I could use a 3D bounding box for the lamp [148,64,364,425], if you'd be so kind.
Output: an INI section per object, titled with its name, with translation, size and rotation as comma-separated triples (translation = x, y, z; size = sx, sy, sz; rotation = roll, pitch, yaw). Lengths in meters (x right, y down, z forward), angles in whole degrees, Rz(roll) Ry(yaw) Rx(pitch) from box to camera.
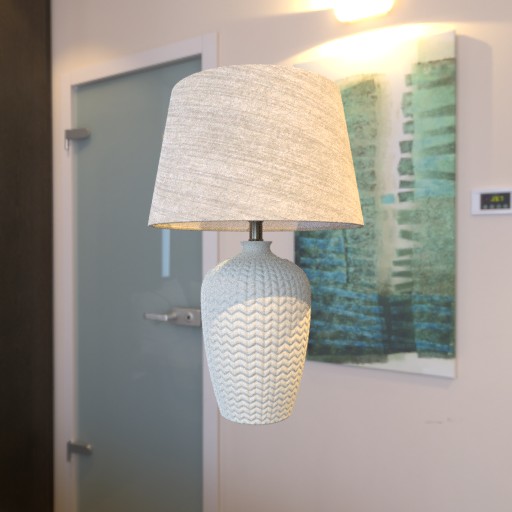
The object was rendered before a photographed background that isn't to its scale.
[lamp]
translation = 0.000, 0.000, 0.823
size = 0.390, 0.580, 0.390
rotation = 0, 1, 0
